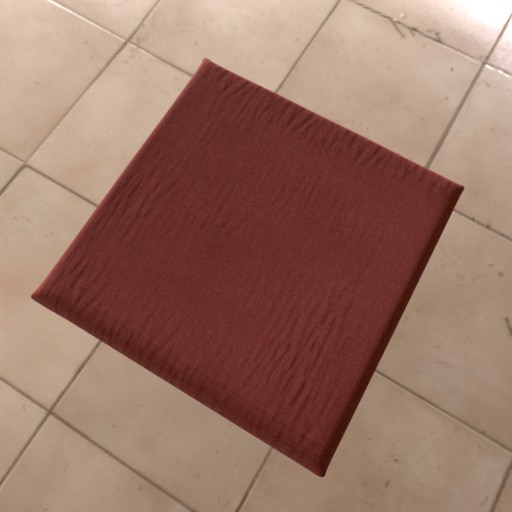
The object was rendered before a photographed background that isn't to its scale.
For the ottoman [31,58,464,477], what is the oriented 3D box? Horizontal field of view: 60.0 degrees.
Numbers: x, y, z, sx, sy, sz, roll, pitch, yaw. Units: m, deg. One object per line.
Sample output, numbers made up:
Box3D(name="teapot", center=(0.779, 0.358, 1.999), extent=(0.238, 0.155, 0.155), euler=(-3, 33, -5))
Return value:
Box3D(name="ottoman", center=(0.000, 0.000, 1.379), extent=(0.889, 0.411, 0.890), euler=(29, 76, 8))
